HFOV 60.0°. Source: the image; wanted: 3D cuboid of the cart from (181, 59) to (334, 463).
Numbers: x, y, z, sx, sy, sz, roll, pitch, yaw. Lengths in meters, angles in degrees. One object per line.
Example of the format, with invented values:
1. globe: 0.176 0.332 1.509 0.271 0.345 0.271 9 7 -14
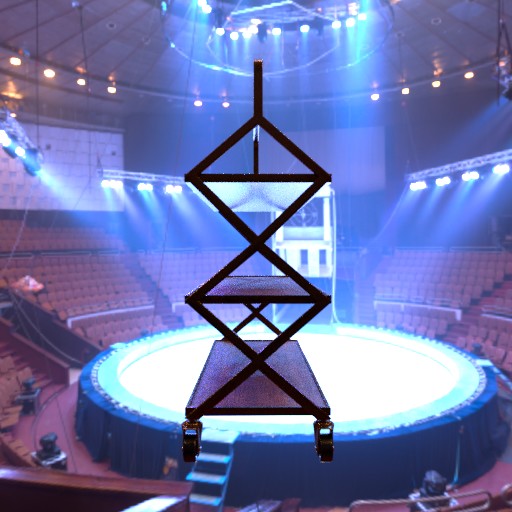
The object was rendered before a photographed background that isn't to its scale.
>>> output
1. cart: 0.000 0.000 1.209 0.313 0.805 0.723 0 1 0
